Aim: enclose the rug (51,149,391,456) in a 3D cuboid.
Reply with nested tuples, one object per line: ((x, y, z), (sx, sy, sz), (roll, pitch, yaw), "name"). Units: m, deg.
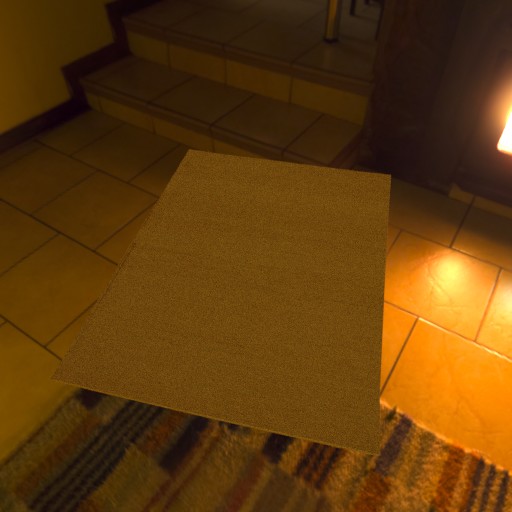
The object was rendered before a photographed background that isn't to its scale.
((0.000, 0.000, 4.195), (2.434, 0.045, 3.202), (10, 47, 9), "rug")
